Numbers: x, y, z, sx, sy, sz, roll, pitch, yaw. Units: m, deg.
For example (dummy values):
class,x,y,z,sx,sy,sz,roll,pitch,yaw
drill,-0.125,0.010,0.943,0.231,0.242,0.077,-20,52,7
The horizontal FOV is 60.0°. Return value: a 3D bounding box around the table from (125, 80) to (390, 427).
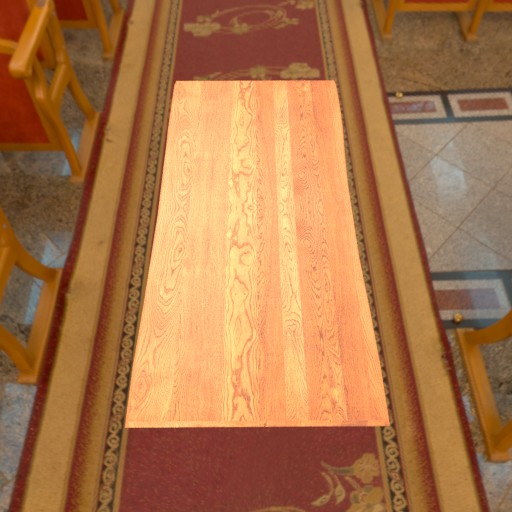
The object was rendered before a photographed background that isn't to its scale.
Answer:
class,x,y,z,sx,sy,sz,roll,pitch,yaw
table,0.000,0.000,2.269,0.900,0.770,1.800,0,58,0
